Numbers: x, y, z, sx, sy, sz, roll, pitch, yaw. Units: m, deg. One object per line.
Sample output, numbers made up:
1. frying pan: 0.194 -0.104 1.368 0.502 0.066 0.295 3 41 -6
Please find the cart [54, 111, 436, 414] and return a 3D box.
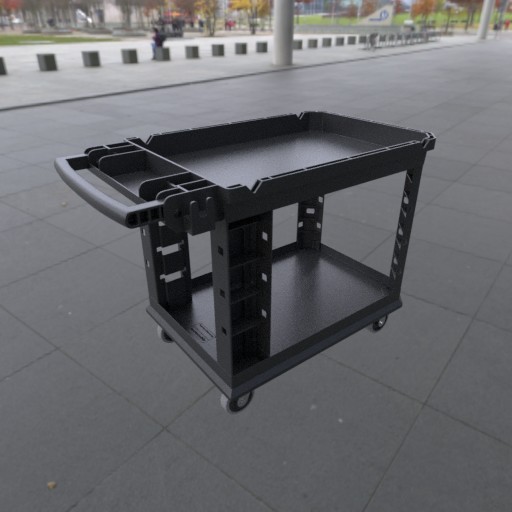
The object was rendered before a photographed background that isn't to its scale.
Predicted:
1. cart: 0.000 0.000 1.734 1.239 0.884 0.674 -20 34 -32
